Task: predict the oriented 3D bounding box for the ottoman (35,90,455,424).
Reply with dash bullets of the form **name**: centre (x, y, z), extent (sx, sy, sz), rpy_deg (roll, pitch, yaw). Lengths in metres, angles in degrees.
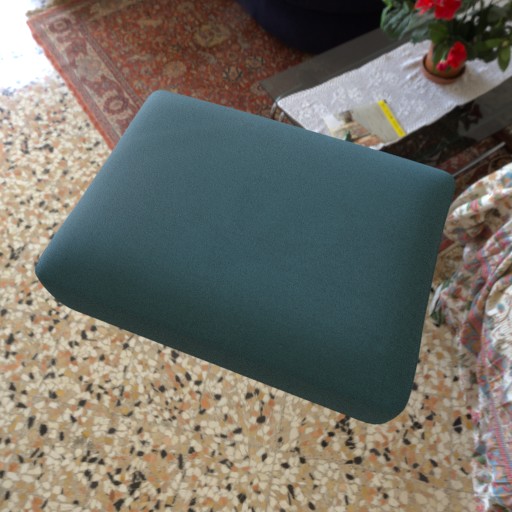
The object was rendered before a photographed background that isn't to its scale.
- **ottoman**: centre (0.000, 0.000, 1.043), extent (0.749, 0.428, 0.549), rpy_deg (19, 65, 9)
